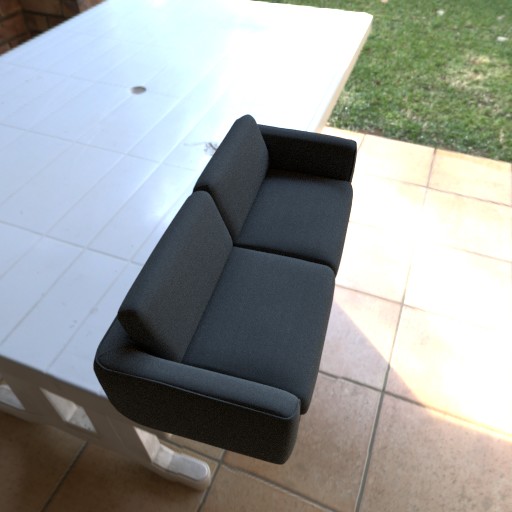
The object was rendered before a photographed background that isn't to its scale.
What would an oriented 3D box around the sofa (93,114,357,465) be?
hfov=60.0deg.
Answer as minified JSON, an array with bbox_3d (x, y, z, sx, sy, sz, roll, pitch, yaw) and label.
[{"bbox_3d":[0.000,0.000,2.461,0.920,0.850,2.000,11,47,11],"label":"sofa"}]
